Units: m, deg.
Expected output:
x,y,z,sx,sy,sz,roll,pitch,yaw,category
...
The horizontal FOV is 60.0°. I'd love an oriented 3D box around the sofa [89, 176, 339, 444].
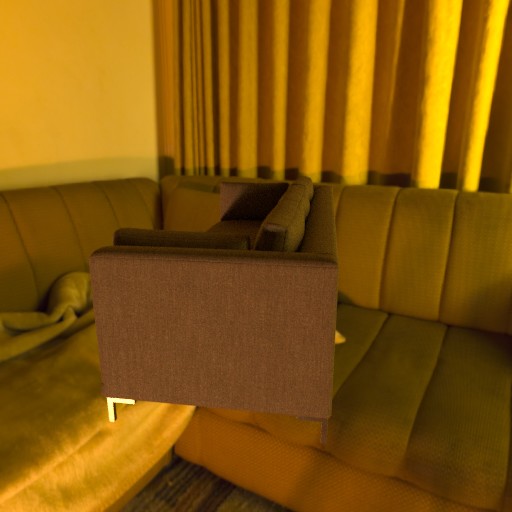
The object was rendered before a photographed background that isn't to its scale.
x,y,z,sx,sy,sz,roll,pitch,yaw,category
0.000,0.000,2.860,0.969,0.867,2.415,2,16,9,sofa
